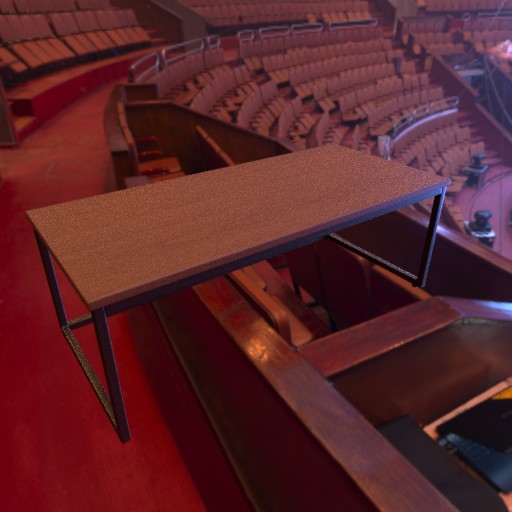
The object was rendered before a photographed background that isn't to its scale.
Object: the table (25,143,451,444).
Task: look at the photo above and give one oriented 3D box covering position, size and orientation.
[{"bbox_3d":[0.000,0.000,1.338,1.100,0.400,0.500,-20,35,-31],"label":"table"}]
